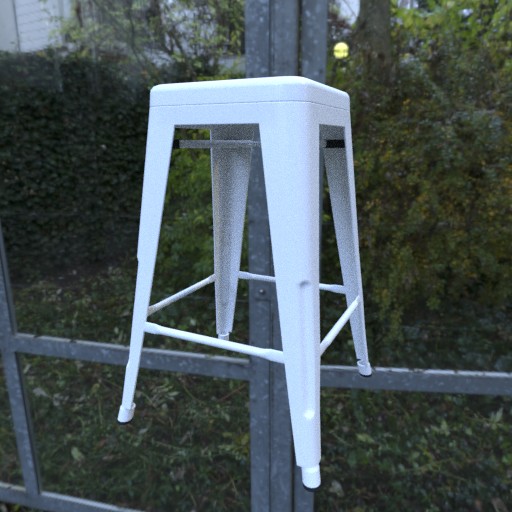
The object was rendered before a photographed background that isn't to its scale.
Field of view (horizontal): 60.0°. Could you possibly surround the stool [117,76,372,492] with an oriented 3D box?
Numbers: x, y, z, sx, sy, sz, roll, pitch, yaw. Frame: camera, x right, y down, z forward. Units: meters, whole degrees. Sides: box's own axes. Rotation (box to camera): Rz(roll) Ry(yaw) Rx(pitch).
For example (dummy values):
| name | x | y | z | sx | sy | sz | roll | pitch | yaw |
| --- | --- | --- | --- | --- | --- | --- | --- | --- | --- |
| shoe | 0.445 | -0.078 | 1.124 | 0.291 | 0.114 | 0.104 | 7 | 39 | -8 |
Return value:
| name | x | y | z | sx | sy | sz | roll | pitch | yaw |
| --- | --- | --- | --- | --- | --- | --- | --- | --- | --- |
| stool | 0.000 | 0.000 | 0.861 | 0.406 | 0.610 | 0.406 | 7 | 16 | 25 |
